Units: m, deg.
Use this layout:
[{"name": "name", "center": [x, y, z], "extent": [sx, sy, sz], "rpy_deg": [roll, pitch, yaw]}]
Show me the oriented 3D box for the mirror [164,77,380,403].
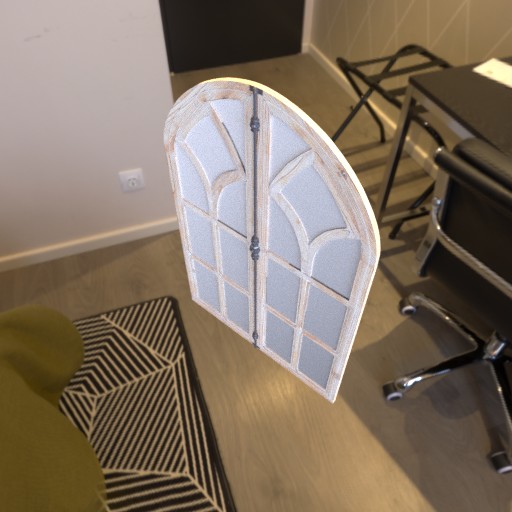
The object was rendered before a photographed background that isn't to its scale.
[{"name": "mirror", "center": [0.000, 0.000, 1.141], "extent": [0.609, 0.915, 0.032], "rpy_deg": [32, 56, 25]}]
